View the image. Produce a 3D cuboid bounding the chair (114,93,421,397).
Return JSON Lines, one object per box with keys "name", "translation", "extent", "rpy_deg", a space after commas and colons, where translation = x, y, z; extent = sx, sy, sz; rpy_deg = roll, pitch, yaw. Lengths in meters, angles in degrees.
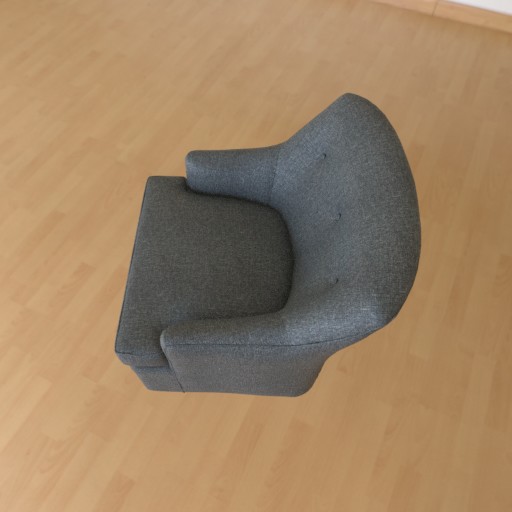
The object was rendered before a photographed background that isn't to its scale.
{"name": "chair", "translation": [0.000, 0.000, 1.608], "extent": [0.923, 0.856, 0.864], "rpy_deg": [1, 58, 0]}
